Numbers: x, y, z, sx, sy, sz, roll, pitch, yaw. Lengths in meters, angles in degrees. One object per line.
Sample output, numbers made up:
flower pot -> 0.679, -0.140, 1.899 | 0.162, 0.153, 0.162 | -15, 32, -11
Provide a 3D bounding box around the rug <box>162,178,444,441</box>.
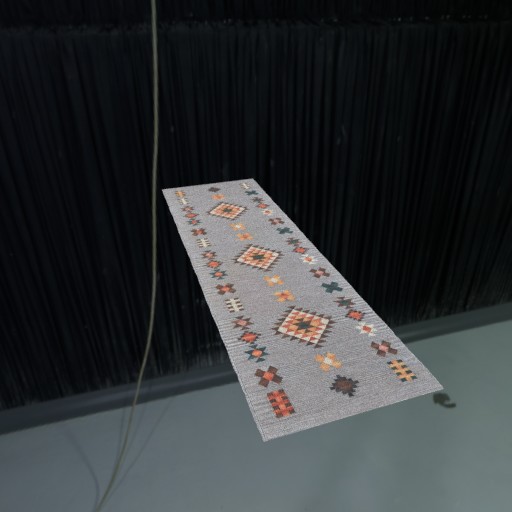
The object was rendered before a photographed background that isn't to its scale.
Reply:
rug -> 0.000, 0.000, 2.652 | 0.766, 0.008, 2.432 | -10, 32, -16
